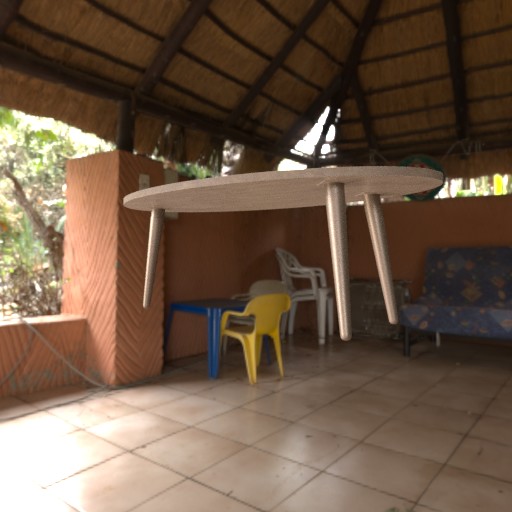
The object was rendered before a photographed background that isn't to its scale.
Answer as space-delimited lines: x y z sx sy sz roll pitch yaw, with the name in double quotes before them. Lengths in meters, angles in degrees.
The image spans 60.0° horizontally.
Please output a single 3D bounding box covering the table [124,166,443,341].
"table" 0.000 0.000 1.361 1.083 0.390 0.542 0 0 37
